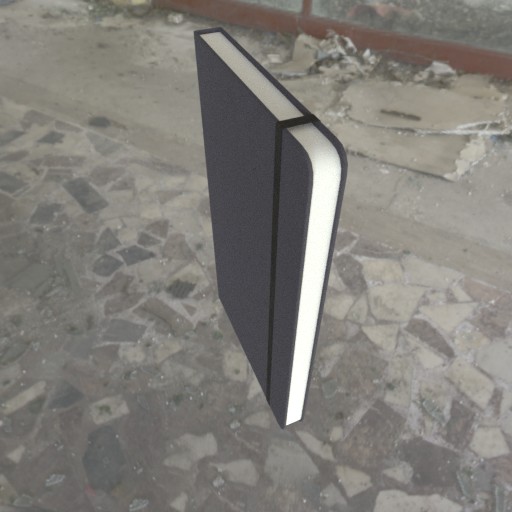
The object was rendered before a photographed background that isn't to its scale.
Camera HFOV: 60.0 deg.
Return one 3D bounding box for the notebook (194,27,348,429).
[{"bbox_3d":[0.000,0.000,0.261,0.016,0.213,0.127,-17,48,-16],"label":"notebook"}]
